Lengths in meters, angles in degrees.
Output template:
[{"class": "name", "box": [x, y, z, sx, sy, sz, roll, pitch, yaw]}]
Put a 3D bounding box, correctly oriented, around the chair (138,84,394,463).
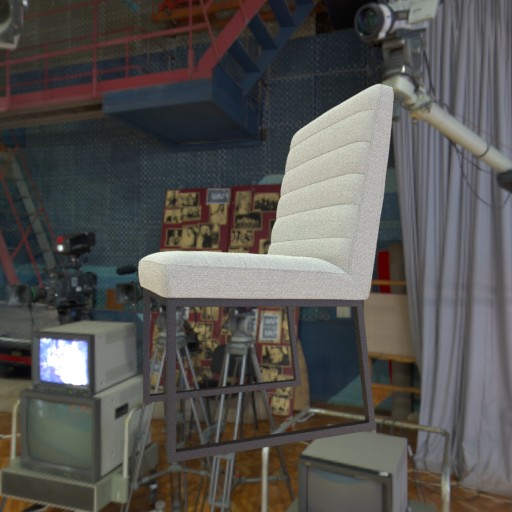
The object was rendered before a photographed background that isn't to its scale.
[{"class": "chair", "box": [0.000, 0.000, 1.313, 0.634, 0.930, 0.520, 0, -1, -21]}]
